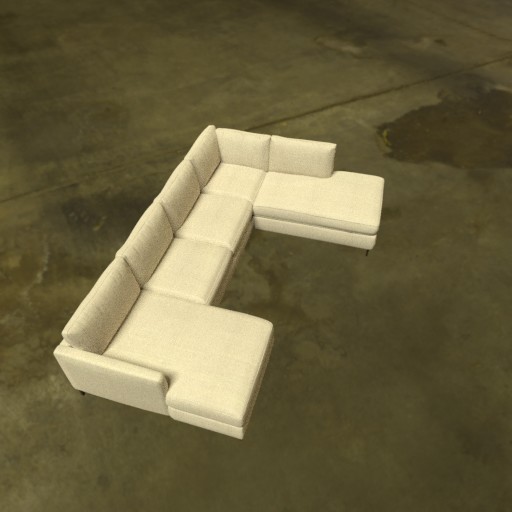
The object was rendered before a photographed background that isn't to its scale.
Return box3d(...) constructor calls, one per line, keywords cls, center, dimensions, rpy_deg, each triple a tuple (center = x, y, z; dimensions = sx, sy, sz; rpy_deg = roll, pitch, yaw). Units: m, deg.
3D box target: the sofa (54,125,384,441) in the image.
box3d(cls="sofa", center=(0.000, 0.000, 3.604), dimensions=(1.879, 0.756, 2.737), rpy_deg=(11, 47, 11))
